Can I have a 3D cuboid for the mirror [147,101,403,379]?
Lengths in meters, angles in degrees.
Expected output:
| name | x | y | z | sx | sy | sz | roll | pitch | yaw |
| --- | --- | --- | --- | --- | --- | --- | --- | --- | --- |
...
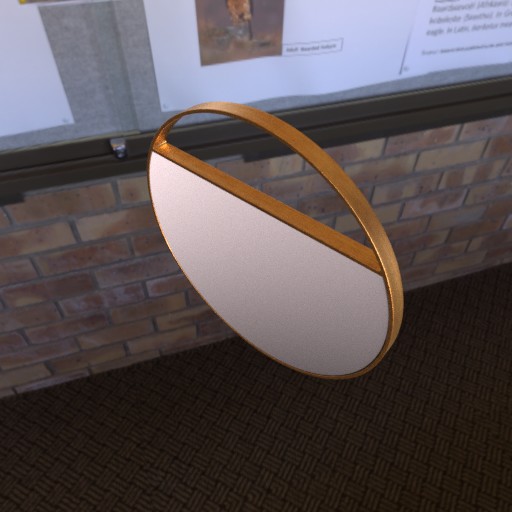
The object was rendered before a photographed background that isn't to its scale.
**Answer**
| name | x | y | z | sx | sy | sz | roll | pitch | yaw |
| --- | --- | --- | --- | --- | --- | --- | --- | --- | --- |
| mirror | 0.000 | 0.000 | 0.822 | 0.565 | 0.565 | 0.032 | 31 | 54 | 27 |
